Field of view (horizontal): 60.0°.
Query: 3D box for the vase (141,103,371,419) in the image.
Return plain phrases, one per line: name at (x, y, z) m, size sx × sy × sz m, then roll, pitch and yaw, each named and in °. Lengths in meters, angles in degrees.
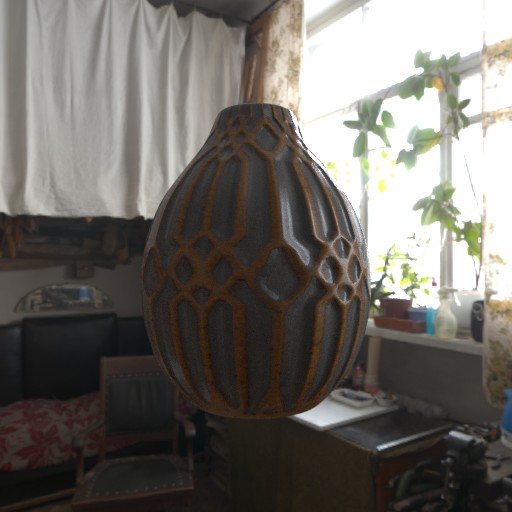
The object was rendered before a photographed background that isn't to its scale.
vase at (0.000, 0.000, 0.138) m, size 0.069 × 0.088 × 0.069 m, roll 0°, pitch 0°, yaw 0°
